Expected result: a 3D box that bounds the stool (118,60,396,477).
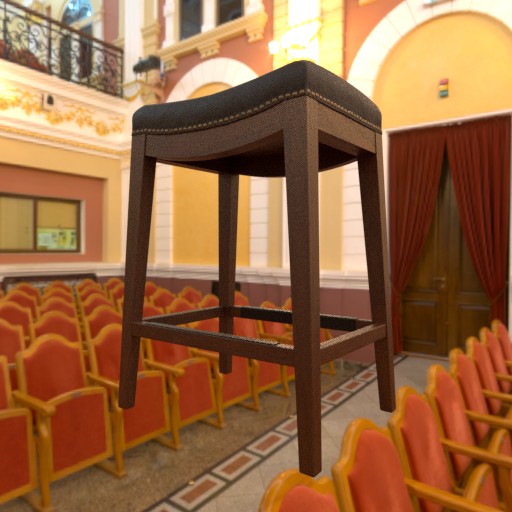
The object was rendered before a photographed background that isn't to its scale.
[{"bbox_3d":[0.000,0.000,0.954,0.490,0.664,0.353,1,2,37],"label":"stool"}]
